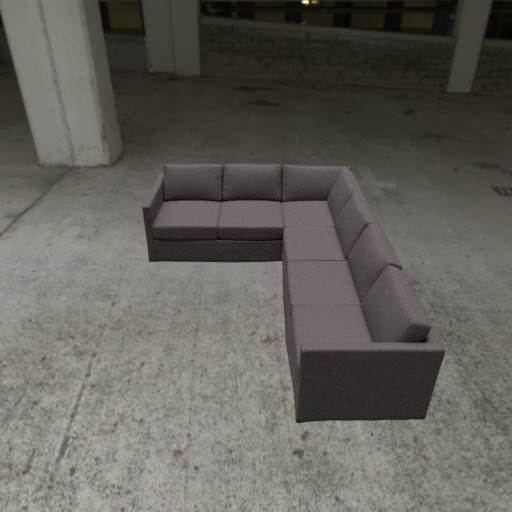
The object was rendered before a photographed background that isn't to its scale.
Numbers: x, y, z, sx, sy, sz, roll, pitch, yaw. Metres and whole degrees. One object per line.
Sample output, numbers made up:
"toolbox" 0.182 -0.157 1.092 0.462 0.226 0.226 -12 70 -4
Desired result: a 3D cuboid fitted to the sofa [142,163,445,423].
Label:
"sofa" 0.000 0.000 4.291 2.432 0.871 3.182 0 31 0
